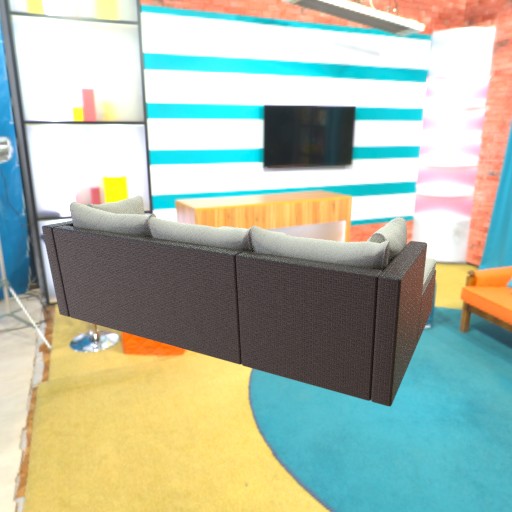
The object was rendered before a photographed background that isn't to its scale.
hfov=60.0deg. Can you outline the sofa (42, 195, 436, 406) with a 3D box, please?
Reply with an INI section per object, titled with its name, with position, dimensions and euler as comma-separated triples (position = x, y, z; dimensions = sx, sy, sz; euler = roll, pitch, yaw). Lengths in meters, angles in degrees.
[sofa]
position = 0.000, 0.000, 3.013
dimensions = 2.192, 0.766, 1.612
euler = 8, 17, 27
